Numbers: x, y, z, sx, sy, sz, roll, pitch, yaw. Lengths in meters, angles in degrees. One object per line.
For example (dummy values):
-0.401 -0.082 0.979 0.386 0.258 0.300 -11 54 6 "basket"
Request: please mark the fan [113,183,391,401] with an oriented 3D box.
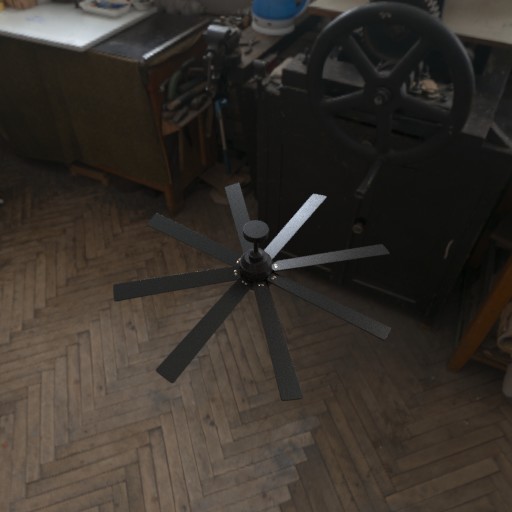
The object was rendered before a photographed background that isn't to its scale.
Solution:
0.000 0.000 2.816 1.830 0.472 1.830 -9 48 -8 "fan"
